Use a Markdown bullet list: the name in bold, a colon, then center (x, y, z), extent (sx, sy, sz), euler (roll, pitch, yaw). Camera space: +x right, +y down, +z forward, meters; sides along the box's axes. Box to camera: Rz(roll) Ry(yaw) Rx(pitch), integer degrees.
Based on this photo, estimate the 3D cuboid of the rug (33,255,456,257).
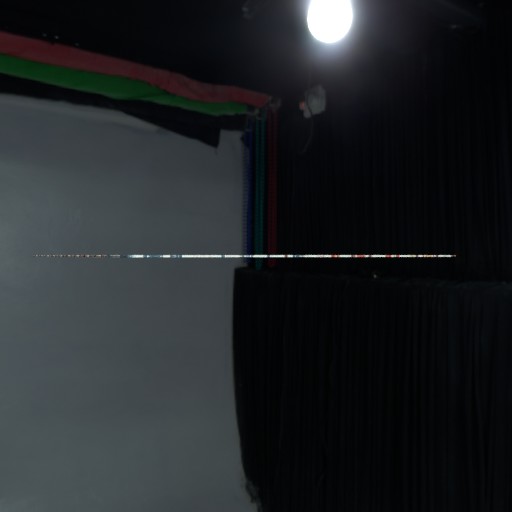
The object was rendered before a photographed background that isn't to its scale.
- **rug**: center (0.000, 0.000, 3.122), extent (2.584, 0.010, 1.523), euler (0, 0, -37)
